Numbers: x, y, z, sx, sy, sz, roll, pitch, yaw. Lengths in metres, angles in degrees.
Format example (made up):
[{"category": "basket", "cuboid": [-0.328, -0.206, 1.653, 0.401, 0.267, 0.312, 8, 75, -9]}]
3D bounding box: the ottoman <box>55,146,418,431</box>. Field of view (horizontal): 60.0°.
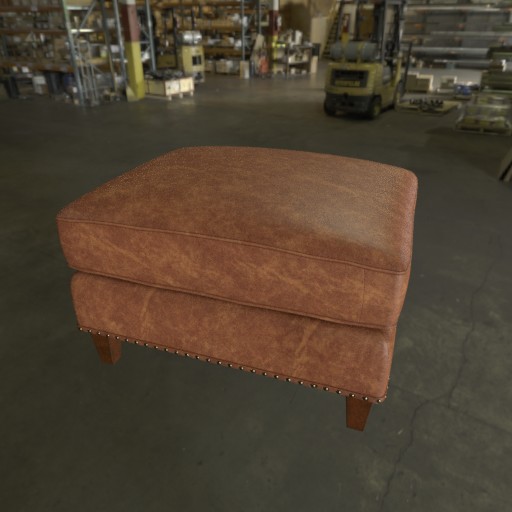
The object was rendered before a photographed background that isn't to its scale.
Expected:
[{"category": "ottoman", "cuboid": [0.000, 0.000, 1.154, 0.742, 0.486, 0.586, 9, 29, 17]}]
